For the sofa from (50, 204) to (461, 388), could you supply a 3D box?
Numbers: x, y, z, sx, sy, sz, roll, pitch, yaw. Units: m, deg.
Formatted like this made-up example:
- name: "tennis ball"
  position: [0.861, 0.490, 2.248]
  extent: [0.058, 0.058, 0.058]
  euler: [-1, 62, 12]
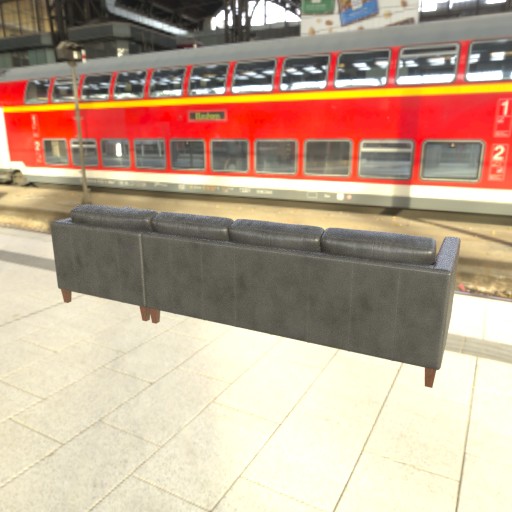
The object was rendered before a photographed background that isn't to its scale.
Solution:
- name: "sofa"
  position: [0.000, 0.000, 3.878]
  extent: [3.203, 0.883, 1.581]
  euler: [8, 17, 26]
